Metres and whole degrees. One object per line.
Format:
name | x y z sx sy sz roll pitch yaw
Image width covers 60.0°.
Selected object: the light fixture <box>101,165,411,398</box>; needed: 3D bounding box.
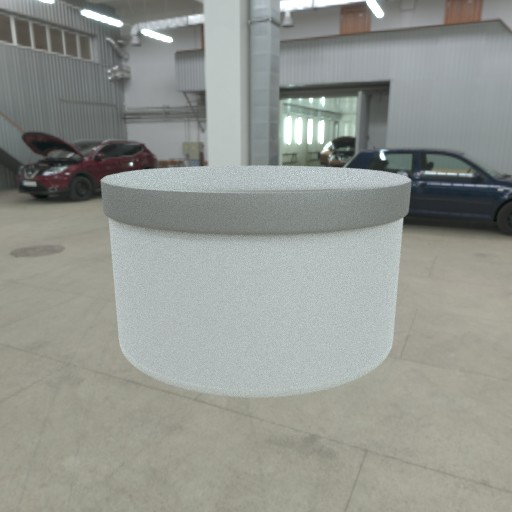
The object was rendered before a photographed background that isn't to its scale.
light fixture | 0.000 0.000 0.620 0.393 0.229 0.393 0 15 0
